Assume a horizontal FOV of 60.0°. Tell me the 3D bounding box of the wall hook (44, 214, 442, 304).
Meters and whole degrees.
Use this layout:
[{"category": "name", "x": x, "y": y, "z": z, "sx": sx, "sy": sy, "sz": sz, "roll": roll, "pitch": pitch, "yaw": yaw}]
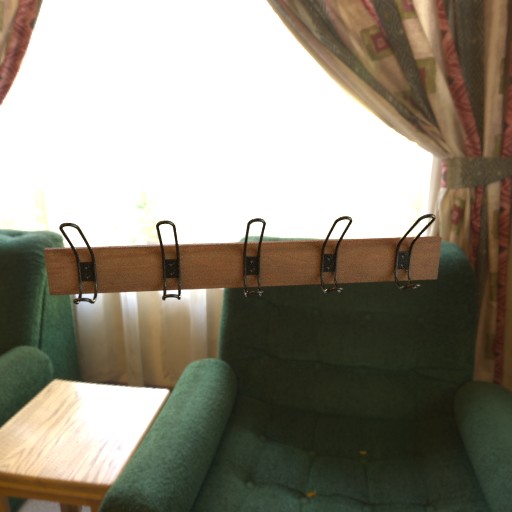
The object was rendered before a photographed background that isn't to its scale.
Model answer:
[{"category": "wall hook", "x": 0.000, "y": 0.000, "z": 0.590, "sx": 0.554, "sy": 0.116, "sz": 0.076, "roll": -2, "pitch": 16, "yaw": -7}]
